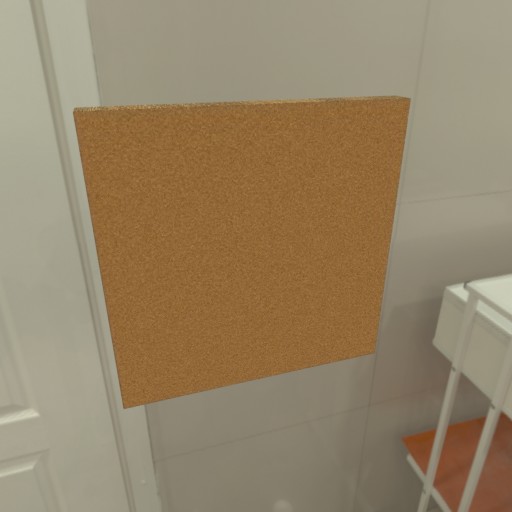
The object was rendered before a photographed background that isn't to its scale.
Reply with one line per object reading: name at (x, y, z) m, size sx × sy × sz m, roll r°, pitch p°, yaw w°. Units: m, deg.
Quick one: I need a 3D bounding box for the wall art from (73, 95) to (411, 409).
wall art at (0.000, 0.000, 0.611) m, size 0.406 × 0.403 × 0.039 m, roll -8°, pitch 27°, yaw -16°
